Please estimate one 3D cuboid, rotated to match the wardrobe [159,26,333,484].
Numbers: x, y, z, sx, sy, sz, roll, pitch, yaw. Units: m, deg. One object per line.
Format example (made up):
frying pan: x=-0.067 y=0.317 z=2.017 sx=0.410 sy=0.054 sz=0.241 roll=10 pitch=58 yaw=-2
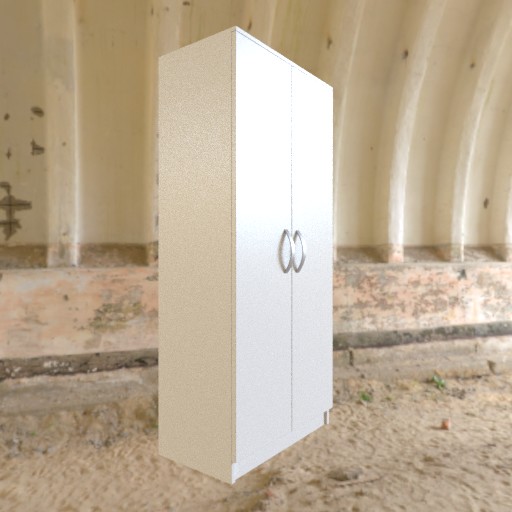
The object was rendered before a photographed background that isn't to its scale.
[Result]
wardrobe: x=0.000 y=0.000 z=2.056 sx=0.470 sy=1.700 sz=0.760 roll=0 pitch=0 yaw=37
